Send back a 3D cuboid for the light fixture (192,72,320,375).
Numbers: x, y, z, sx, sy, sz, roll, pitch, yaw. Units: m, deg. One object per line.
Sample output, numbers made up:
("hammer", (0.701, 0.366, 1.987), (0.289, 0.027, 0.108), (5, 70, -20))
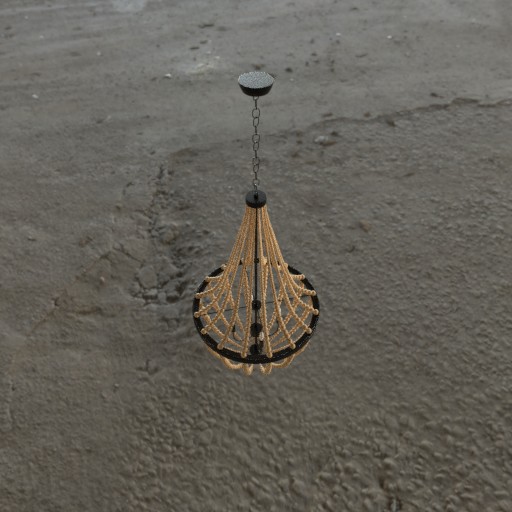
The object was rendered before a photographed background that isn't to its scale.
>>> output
("light fixture", (0.000, 0.000, 1.387), (0.450, 1.133, 0.450), (0, 47, 0))
